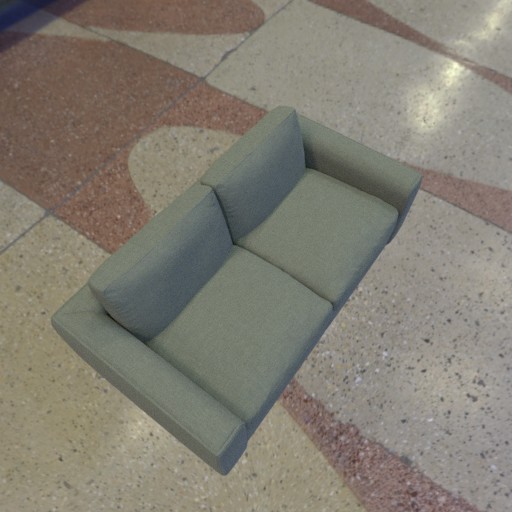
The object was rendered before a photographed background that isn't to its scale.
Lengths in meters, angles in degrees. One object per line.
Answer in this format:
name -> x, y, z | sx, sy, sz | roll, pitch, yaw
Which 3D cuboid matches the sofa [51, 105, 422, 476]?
sofa -> 0.000, 0.000, 2.449 | 1.069, 0.800, 1.920 | 32, 63, 19
